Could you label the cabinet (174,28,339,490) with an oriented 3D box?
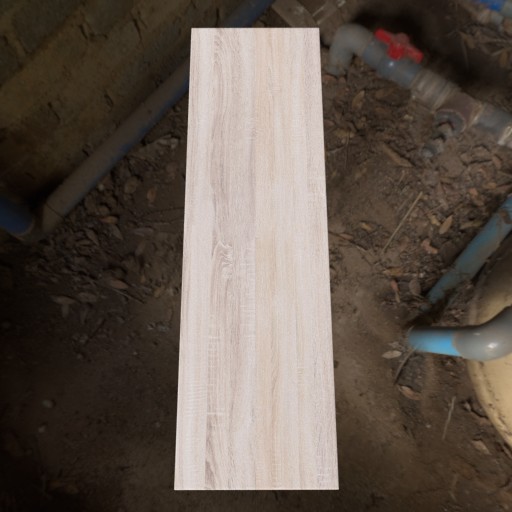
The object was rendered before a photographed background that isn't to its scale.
[{"bbox_3d":[0.000,0.000,1.919,0.500,0.780,1.650,0,76,0],"label":"cabinet"}]
